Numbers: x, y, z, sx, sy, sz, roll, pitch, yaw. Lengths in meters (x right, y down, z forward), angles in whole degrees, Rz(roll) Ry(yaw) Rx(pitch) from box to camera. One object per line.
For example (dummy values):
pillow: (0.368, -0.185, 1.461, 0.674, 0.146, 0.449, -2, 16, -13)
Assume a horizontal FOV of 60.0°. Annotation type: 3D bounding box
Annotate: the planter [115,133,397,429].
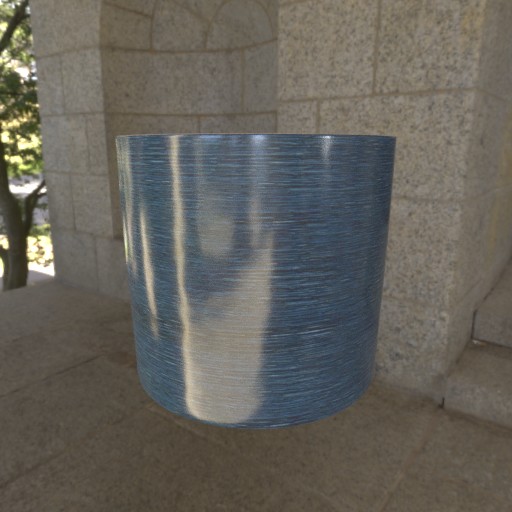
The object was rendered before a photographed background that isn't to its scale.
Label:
planter: (0.000, 0.000, 0.389, 0.221, 0.201, 0.221, 0, 14, 0)
